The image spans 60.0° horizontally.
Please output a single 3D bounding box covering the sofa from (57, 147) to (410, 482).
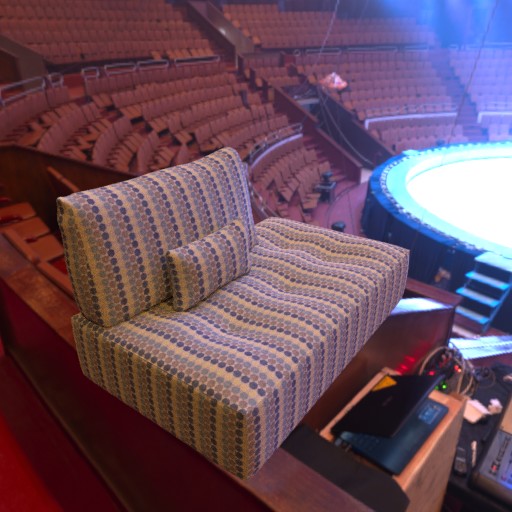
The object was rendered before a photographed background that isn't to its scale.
[{"bbox_3d":[0.000,0.000,2.019,1.000,0.820,1.450,17,31,32],"label":"sofa"}]
